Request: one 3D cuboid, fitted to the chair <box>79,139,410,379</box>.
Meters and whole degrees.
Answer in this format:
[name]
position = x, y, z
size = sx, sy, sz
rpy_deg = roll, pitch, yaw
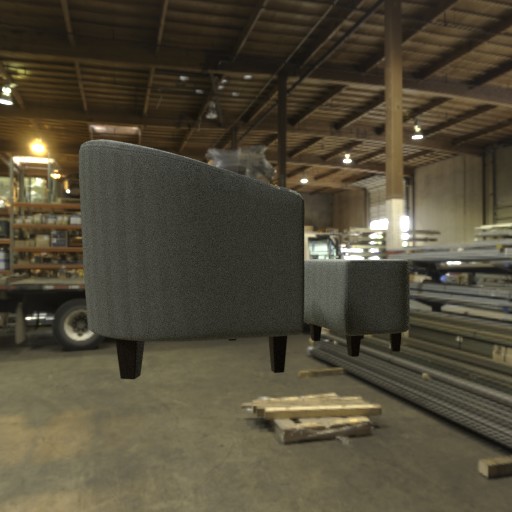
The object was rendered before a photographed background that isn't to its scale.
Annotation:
[chair]
position = 0.000, 0.000, 1.730
size = 1.288, 0.757, 0.756
rpy_deg = 0, 0, -18
